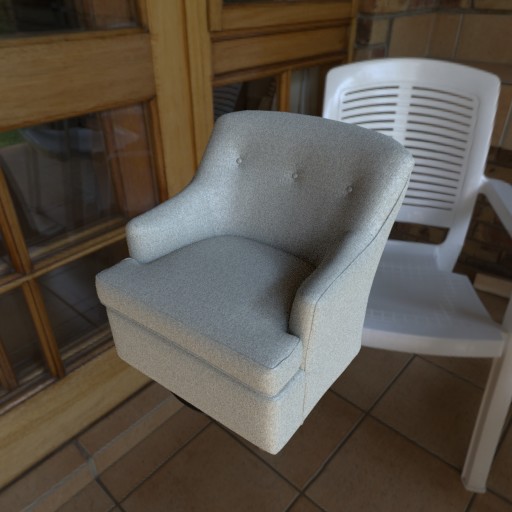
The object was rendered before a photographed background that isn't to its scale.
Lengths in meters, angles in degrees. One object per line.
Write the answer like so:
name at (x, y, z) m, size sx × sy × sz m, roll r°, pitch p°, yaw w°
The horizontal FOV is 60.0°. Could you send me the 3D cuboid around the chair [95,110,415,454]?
chair at (0.000, 0.000, 1.672) m, size 0.864 × 0.856 × 0.923 m, roll 21°, pitch 38°, yaw 30°
